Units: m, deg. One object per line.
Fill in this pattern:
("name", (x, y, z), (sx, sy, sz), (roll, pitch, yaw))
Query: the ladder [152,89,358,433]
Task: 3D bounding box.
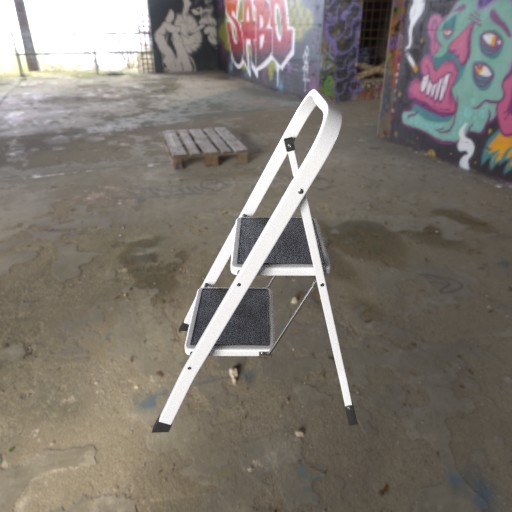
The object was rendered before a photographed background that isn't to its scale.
("ladder", (0.000, 0.000, 1.177), (0.544, 0.810, 0.460), (0, 28, 0))
